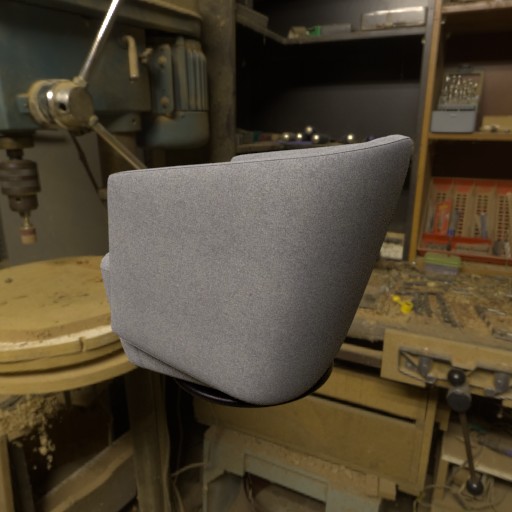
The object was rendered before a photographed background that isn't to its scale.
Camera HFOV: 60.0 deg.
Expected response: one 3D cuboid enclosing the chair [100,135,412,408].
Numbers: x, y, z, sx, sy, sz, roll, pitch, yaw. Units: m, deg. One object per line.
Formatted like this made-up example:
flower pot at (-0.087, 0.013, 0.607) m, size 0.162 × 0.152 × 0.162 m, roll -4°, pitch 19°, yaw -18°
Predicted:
chair at (0.000, 0.000, 1.614) m, size 0.986 × 0.861 × 0.822 m, roll 8°, pitch 19°, yaw 25°
